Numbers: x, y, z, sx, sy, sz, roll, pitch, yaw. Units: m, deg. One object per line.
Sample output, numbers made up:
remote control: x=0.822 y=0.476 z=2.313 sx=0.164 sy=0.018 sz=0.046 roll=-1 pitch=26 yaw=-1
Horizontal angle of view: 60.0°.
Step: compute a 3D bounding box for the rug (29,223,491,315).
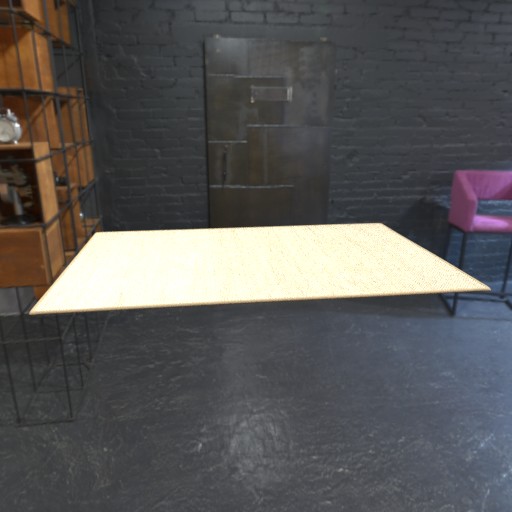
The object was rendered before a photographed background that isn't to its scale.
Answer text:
rug: x=0.000 y=0.000 z=2.077 sx=1.667 sy=0.013 sz=1.062 roll=-2 pitch=18 yaw=-7
